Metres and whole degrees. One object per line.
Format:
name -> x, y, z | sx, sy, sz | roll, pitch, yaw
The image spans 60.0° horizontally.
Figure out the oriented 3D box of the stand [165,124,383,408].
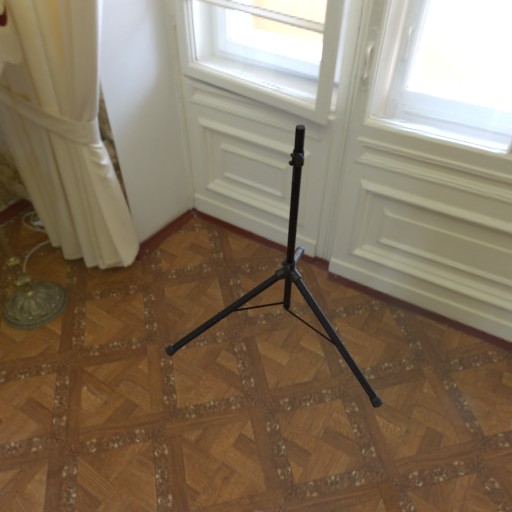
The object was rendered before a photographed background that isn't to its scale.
stand -> 0.000, 0.000, 1.846 | 0.907, 1.136, 1.045 | -10, 46, -10
